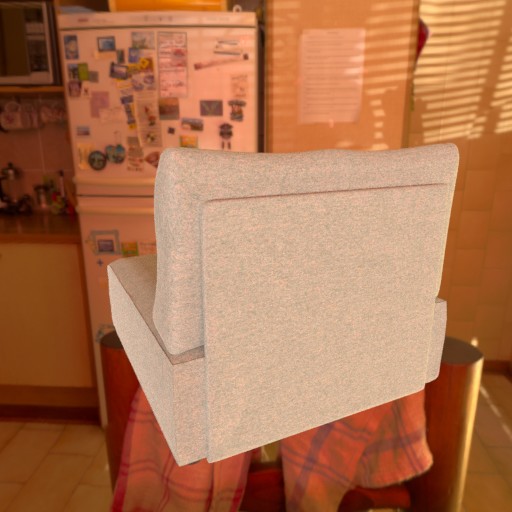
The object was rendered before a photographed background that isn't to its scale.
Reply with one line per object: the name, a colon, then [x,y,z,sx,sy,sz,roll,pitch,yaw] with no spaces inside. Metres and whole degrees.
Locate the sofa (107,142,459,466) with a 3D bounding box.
sofa: [0.000,0.000,1.634,0.930,0.820,1.000,-8,18,-26]
